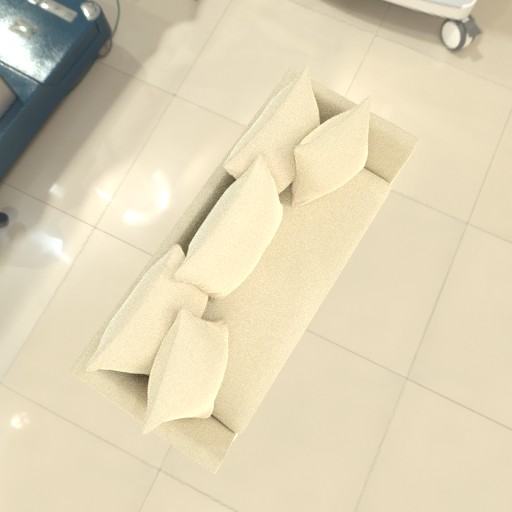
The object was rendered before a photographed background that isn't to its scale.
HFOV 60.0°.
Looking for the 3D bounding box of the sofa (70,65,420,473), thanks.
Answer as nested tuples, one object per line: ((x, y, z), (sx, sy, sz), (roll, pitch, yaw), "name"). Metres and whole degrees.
((0.000, 0.000, 2.796), (1.031, 1.034, 2.290), (32, 78, 8), "sofa")
